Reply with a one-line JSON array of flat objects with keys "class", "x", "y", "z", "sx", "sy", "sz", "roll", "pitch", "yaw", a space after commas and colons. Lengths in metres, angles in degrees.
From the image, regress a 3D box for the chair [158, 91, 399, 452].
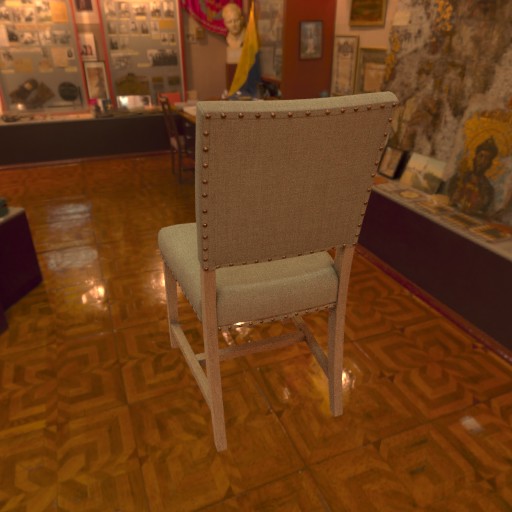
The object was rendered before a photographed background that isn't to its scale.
[{"class": "chair", "x": 0.000, "y": 0.000, "z": 1.345, "sx": 0.508, "sy": 0.986, "sz": 0.622, "roll": -9, "pitch": 29, "yaw": -18}]
